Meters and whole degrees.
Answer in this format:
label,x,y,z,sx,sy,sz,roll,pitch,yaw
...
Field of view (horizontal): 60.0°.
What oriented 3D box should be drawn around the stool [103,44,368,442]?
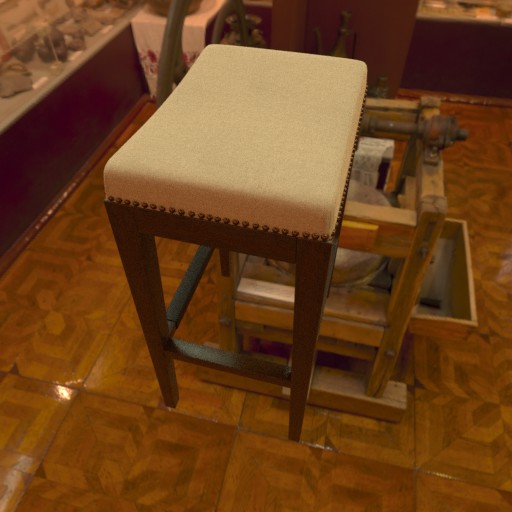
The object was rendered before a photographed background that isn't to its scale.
label,x,y,z,sx,sy,sz,roll,pitch,yaw
stool,0.000,0.000,1.025,0.358,0.759,0.498,11,48,10
